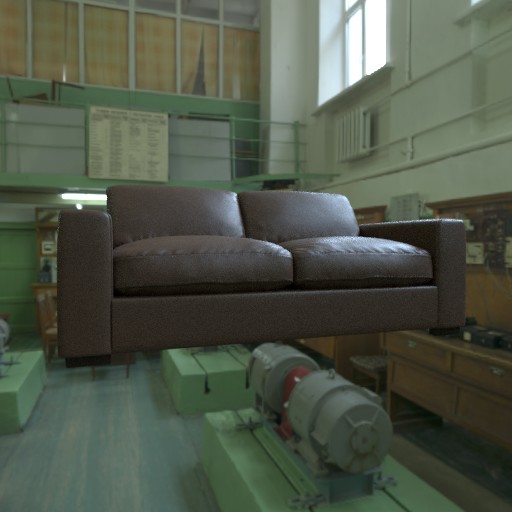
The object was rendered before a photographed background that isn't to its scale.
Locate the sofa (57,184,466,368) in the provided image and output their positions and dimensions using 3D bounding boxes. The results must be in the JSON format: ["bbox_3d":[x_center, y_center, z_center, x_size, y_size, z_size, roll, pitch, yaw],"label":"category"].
[{"bbox_3d":[0.000,0.000,2.406,1.920,0.800,1.070,0,1,-20],"label":"sofa"}]
